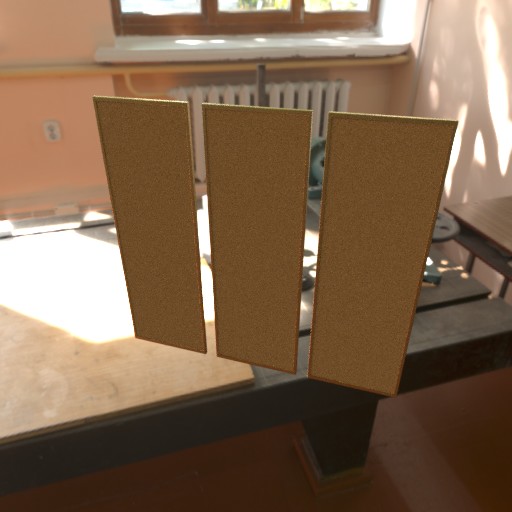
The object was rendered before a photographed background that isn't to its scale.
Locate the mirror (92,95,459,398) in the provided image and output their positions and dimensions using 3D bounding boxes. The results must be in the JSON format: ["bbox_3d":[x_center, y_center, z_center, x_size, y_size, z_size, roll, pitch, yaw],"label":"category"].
[{"bbox_3d":[0.000,0.000,1.420,1.011,0.926,0.023,9,31,15],"label":"mirror"}]
